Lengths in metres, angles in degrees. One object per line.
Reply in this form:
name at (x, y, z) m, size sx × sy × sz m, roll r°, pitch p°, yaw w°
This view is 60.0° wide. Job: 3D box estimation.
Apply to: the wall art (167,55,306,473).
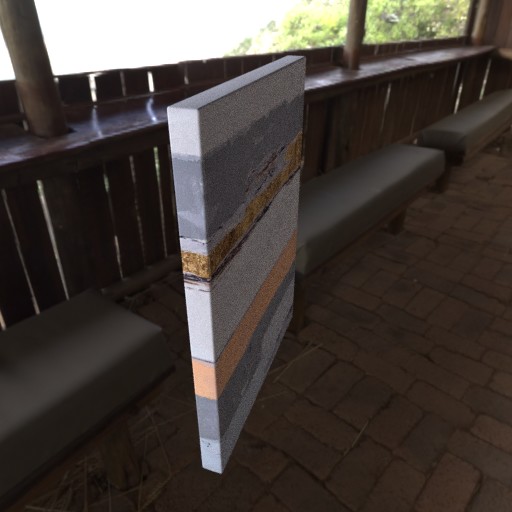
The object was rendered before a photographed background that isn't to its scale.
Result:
wall art at (0.000, 0.000, 0.794) m, size 0.038 × 0.609 × 0.456 m, roll 10°, pitch 32°, yaw 17°
